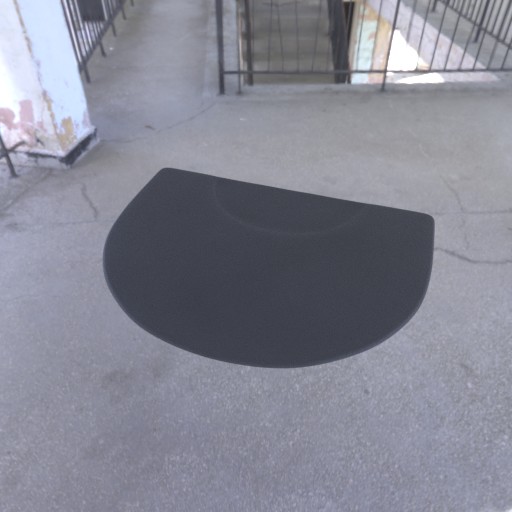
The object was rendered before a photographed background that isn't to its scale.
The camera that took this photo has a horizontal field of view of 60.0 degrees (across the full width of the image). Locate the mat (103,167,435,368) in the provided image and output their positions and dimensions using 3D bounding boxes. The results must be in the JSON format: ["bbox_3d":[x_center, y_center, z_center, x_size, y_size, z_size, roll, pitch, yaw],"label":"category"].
[{"bbox_3d":[0.000,0.000,1.603,1.220,0.016,0.917,12,43,13],"label":"mat"}]
